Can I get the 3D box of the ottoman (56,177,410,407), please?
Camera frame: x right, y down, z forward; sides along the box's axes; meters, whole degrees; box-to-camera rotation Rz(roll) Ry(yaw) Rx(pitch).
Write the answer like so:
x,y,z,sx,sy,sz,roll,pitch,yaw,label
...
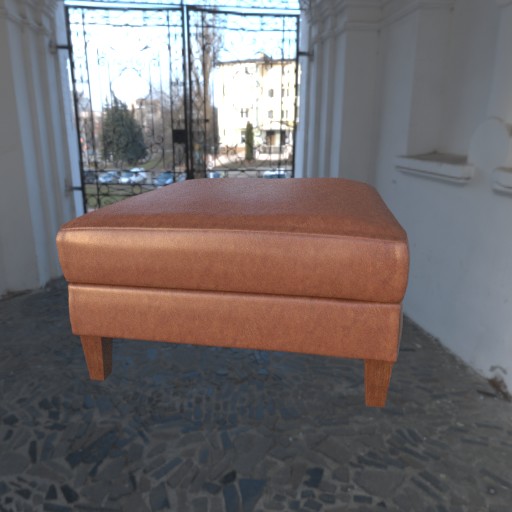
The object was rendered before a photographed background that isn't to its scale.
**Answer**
x,y,z,sx,sy,sz,roll,pitch,yaw,label
0.000,0.000,1.489,0.836,0.472,0.987,3,16,9,ottoman
